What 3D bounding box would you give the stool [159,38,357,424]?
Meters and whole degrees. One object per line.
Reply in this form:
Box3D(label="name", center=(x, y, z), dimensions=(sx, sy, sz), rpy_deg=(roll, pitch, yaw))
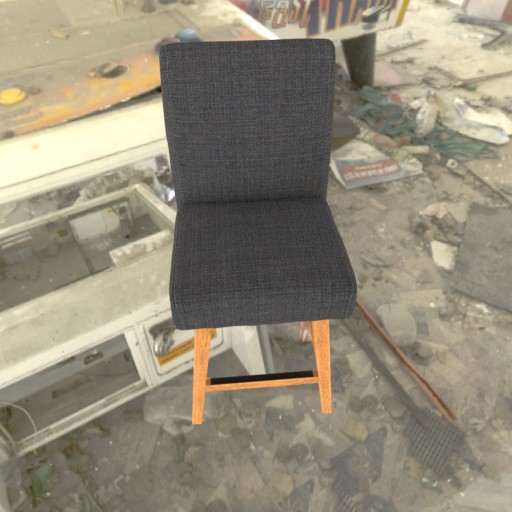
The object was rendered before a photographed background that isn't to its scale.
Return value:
Box3D(label="stool", center=(0.000, 0.000, 1.268), dimensions=(0.459, 1.010, 0.526), rpy_deg=(-4, 46, -3))
